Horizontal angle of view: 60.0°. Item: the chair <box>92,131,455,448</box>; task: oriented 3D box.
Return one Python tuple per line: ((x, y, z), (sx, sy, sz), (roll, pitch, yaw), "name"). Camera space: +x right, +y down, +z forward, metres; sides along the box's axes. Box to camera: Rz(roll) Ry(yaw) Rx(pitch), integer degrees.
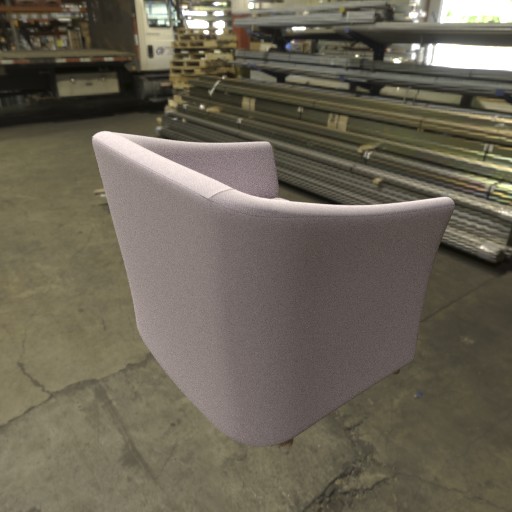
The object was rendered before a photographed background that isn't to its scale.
((0.000, 0.000, 1.316), (0.700, 0.720, 0.790), (-19, 33, -32), "chair")
